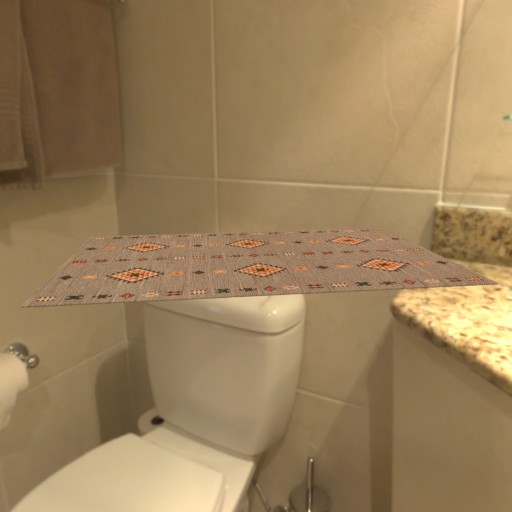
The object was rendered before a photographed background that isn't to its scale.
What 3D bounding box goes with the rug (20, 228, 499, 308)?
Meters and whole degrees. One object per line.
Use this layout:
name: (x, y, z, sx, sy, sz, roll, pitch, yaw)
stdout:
rug: (0.000, 0.000, 2.948, 2.427, 0.007, 1.515, -2, 15, -8)
